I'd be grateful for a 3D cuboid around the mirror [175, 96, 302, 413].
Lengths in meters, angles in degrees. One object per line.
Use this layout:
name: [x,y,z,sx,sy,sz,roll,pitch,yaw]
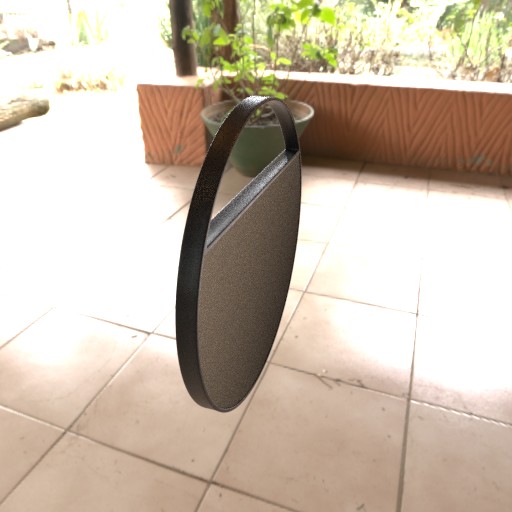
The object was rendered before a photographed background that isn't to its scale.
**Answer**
mirror: [0.000,0.000,0.832,0.032,0.565,0.565,10,31,17]
